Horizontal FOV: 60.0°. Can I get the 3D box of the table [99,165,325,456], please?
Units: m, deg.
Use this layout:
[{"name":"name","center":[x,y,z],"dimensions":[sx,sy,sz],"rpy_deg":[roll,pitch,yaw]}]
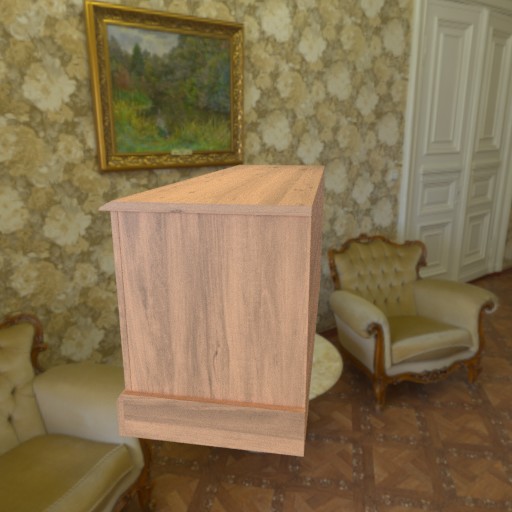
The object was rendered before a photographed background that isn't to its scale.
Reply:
[{"name":"table","center":[0.000,0.000,1.436],"dimensions":[0.400,0.510,1.200],"rpy_deg":[2,15,9]}]
